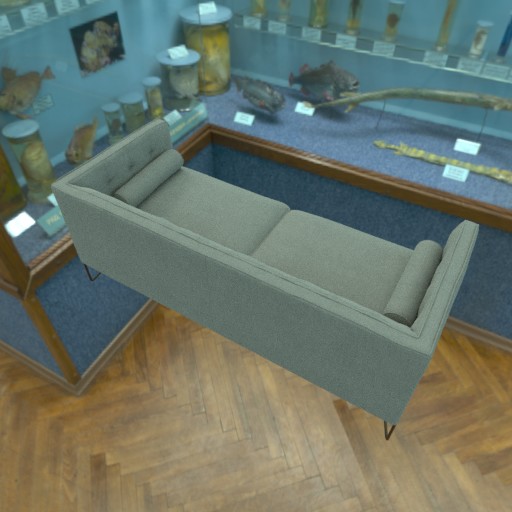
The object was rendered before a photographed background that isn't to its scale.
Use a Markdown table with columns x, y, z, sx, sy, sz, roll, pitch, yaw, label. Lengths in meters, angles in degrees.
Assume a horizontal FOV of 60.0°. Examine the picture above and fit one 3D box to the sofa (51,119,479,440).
| x | y | z | sx | sy | sz | roll | pitch | yaw | label |
| --- | --- | --- | --- | --- | --- | --- | --- | --- | --- |
| 0.000 | 0.000 | 2.548 | 2.079 | 0.798 | 0.912 | 23 | 50 | 21 | sofa |
